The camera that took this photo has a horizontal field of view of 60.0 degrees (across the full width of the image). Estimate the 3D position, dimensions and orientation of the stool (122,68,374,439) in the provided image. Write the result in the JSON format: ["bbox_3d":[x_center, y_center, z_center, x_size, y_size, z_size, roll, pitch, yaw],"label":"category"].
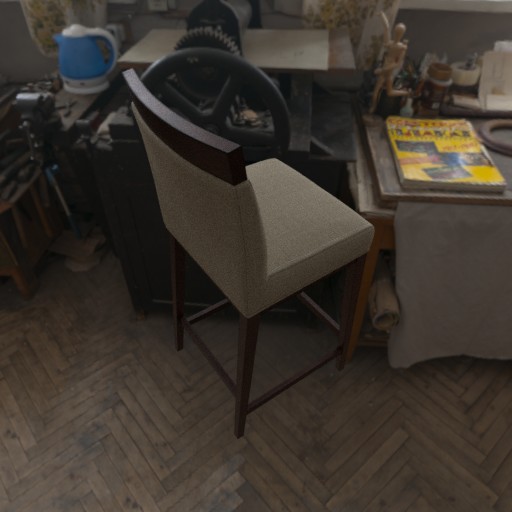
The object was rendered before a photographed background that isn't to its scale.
[{"bbox_3d":[0.000,0.000,1.287,0.480,1.011,0.463,-25,48,-25],"label":"stool"}]
